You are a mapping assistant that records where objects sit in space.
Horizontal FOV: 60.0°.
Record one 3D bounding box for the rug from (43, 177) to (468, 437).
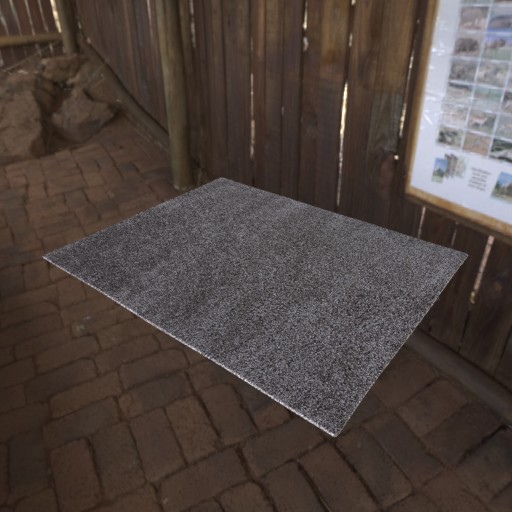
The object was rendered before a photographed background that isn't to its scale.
[{"bbox_3d":[0.000,0.000,3.993,3.000,0.025,2.401,23,38,32],"label":"rug"}]
